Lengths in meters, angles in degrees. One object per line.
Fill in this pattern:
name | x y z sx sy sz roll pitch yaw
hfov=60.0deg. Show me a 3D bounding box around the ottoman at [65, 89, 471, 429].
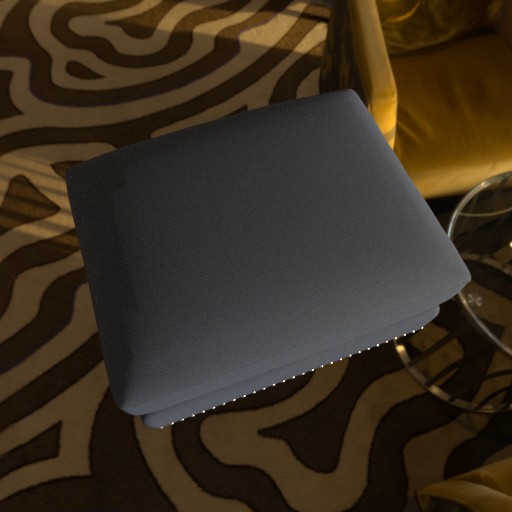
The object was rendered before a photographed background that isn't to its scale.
ottoman | 0.000 0.000 1.110 0.741 0.513 0.584 -18 66 -9
